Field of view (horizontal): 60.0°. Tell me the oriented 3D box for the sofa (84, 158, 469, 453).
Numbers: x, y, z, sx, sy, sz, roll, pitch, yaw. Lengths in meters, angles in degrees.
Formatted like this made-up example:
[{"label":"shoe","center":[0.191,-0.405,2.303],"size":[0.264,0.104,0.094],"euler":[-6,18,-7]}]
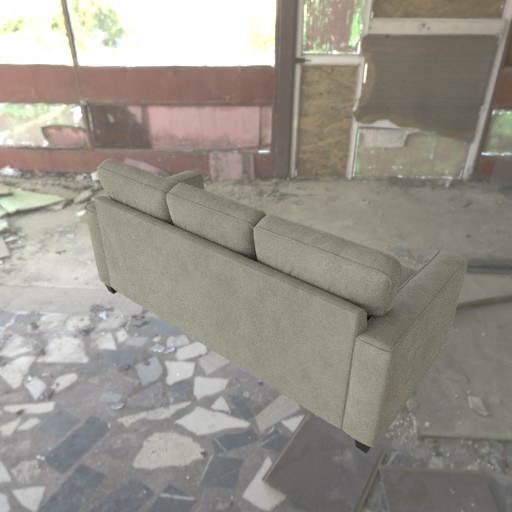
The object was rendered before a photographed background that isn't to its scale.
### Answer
[{"label":"sofa","center":[0.000,0.000,2.636],"size":[2.133,0.965,0.939],"euler":[23,37,34]}]
